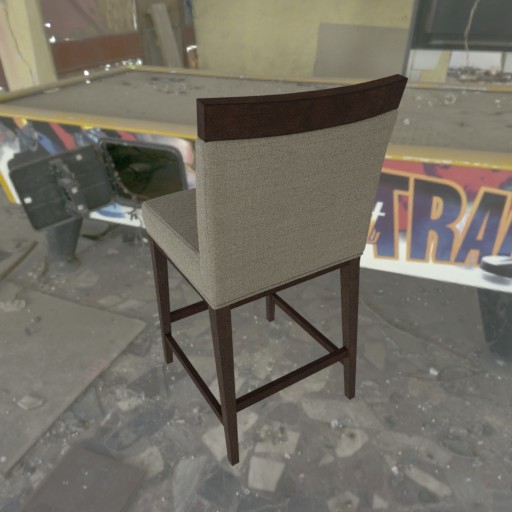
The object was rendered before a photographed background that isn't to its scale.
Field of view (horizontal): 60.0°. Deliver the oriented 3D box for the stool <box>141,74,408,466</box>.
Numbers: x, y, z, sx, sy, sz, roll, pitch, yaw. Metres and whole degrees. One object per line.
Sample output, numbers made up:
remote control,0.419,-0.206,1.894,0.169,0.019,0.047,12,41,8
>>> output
stool,0.000,0.000,1.297,0.512,1.009,0.531,-18,35,-27
